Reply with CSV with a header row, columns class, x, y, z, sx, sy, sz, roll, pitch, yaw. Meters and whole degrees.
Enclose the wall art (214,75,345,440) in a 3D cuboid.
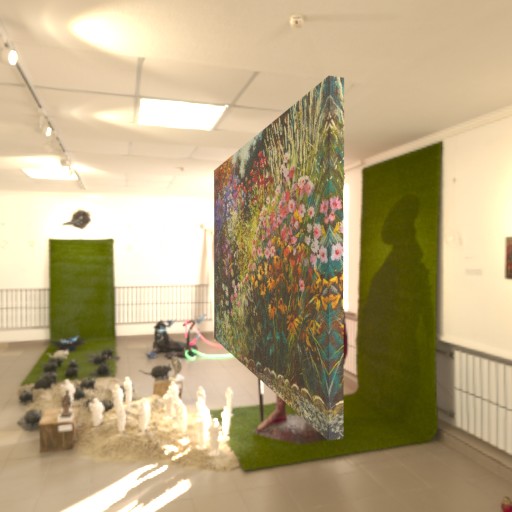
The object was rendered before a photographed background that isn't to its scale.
class,x,y,z,sx,sy,sz,roll,pitch,yaw
wall art,0.000,0.000,1.469,0.042,0.760,1.136,0,1,-17
